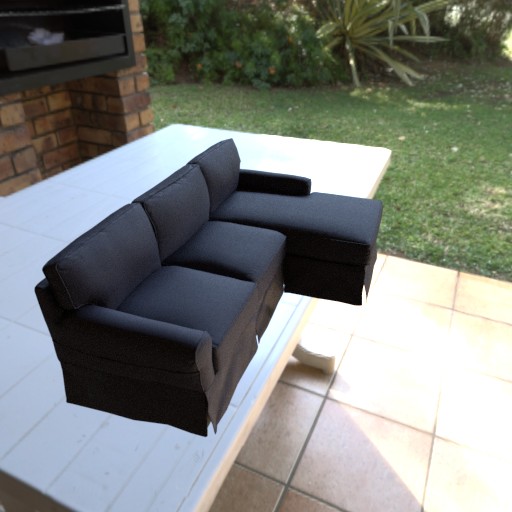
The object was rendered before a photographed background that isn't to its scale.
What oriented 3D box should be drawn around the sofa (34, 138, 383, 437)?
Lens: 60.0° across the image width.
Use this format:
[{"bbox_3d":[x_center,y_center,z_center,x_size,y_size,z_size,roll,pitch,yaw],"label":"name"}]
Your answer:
[{"bbox_3d":[0.000,0.000,3.251,1.637,1.039,2.518,10,32,17],"label":"sofa"}]
